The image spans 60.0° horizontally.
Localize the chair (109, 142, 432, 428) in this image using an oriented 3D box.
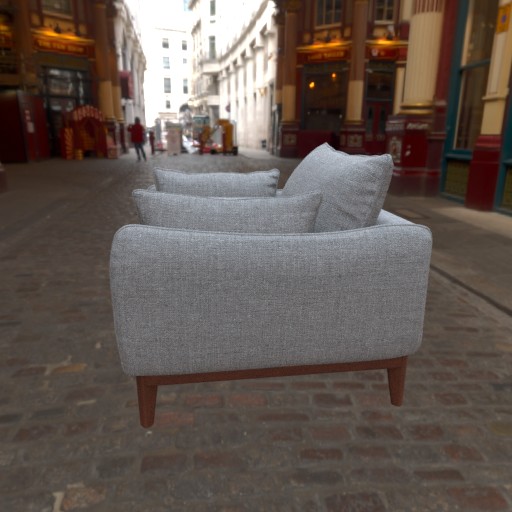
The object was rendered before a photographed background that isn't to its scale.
[{"bbox_3d":[0.000,0.000,1.750,0.976,0.839,0.993,-2,17,-7],"label":"chair"}]
